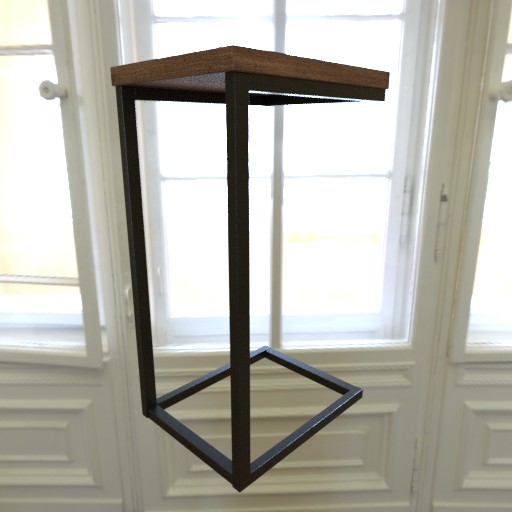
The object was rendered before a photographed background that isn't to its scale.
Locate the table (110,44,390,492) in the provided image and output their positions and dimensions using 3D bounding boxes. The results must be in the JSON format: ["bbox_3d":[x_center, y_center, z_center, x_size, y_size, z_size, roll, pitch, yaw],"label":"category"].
[{"bbox_3d":[0.000,0.000,0.920,0.323,0.718,0.414,15,22,42],"label":"table"}]
